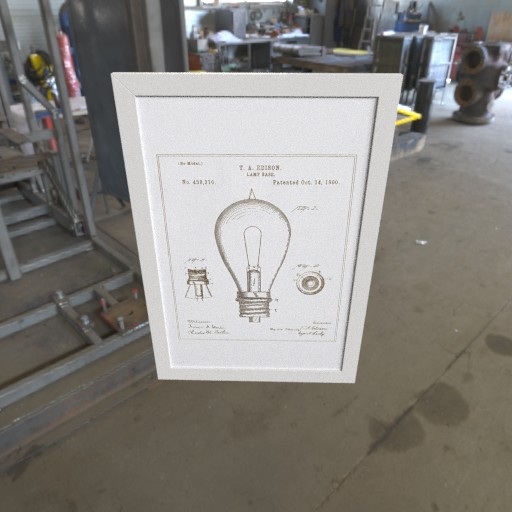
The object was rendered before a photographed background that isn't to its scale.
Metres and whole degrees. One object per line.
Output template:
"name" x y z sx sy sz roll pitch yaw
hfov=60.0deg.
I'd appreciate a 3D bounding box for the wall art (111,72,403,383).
"wall art" 0.000 0.000 0.617 0.325 0.474 0.010 1 30 1
